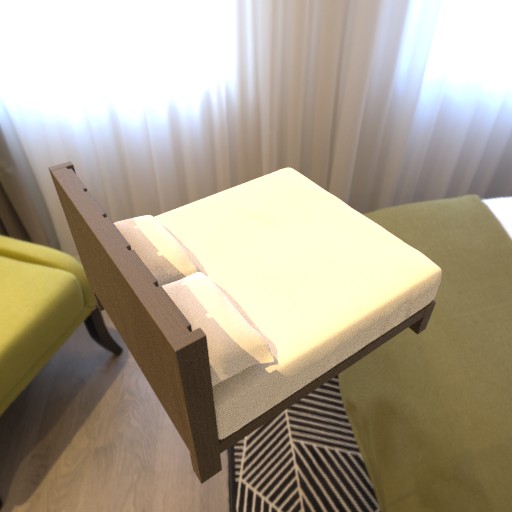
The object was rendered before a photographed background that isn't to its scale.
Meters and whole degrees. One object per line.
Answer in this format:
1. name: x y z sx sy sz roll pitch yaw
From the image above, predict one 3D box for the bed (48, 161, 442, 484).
1. bed: 0.000 0.000 3.111 1.992 1.261 1.735 -25 47 -26
